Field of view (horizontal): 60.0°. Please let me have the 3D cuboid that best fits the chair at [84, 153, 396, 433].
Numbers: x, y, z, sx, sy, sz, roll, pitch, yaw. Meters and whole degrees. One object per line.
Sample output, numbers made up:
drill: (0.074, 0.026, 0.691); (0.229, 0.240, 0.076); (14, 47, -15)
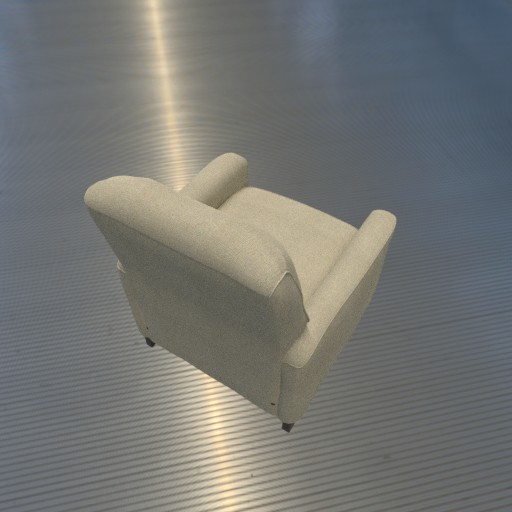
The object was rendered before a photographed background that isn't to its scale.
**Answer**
chair: (0.000, 0.000, 1.705); (0.850, 1.006, 0.853); (25, 52, 21)
